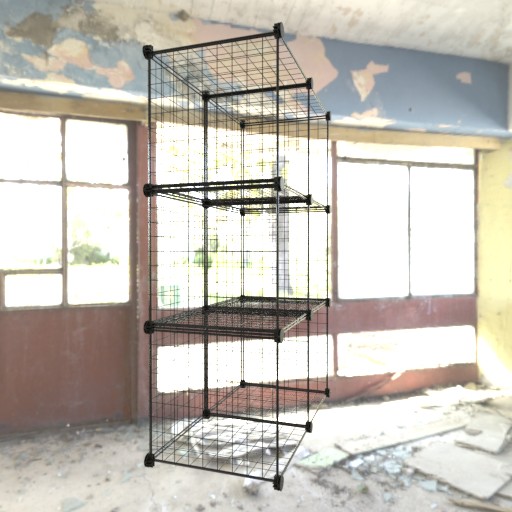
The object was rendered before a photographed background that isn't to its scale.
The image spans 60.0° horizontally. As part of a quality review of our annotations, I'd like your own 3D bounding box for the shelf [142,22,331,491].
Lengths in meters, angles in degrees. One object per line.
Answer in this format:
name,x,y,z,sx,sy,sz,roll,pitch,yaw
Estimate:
shelf,0.000,0.000,1.388,0.356,1.067,0.711,0,1,19
